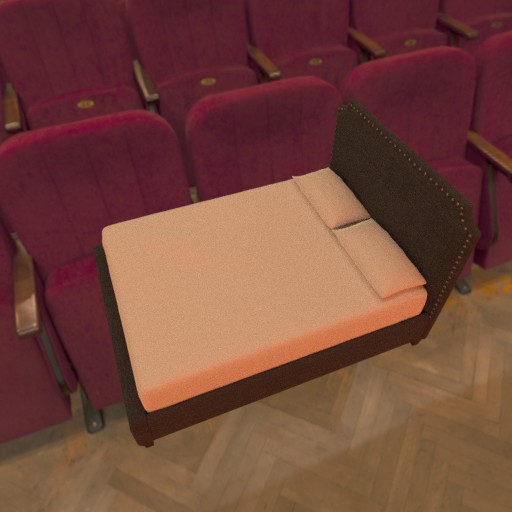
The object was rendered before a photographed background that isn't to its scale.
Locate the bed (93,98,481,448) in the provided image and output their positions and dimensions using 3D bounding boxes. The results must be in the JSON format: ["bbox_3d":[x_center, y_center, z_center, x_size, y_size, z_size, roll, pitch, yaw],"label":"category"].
[{"bbox_3d":[0.000,0.000,3.391,2.372,1.443,1.713,-16,49,-15],"label":"bed"}]
